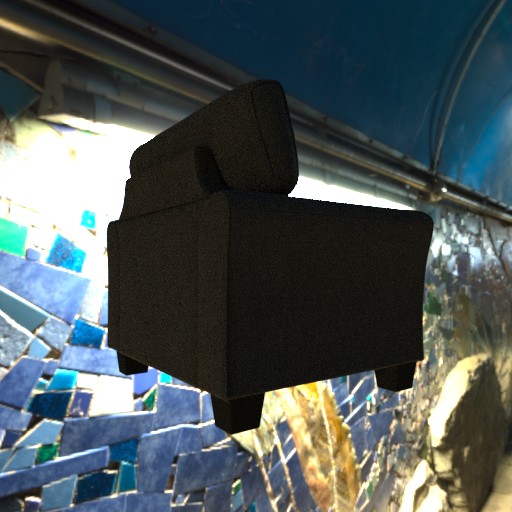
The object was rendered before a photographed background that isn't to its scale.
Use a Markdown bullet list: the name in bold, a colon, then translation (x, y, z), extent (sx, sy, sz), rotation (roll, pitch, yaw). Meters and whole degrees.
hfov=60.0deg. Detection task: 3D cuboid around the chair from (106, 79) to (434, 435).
- **chair**: translation (0.000, 0.000, 1.610), extent (0.816, 0.890, 0.941), rotation (1, -2, -36)
